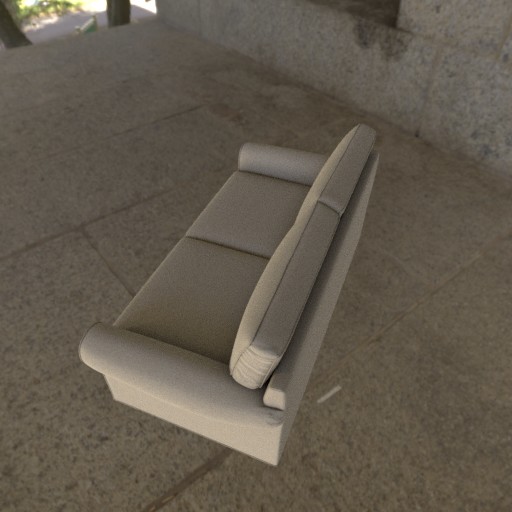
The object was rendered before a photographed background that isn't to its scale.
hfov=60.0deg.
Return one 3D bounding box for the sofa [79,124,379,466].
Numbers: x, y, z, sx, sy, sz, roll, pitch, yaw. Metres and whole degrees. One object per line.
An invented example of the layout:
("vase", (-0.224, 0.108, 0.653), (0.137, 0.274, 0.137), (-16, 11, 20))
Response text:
("sofa", (0.000, 0.000, 2.453), (0.940, 0.952, 1.930), (16, 46, 16))
